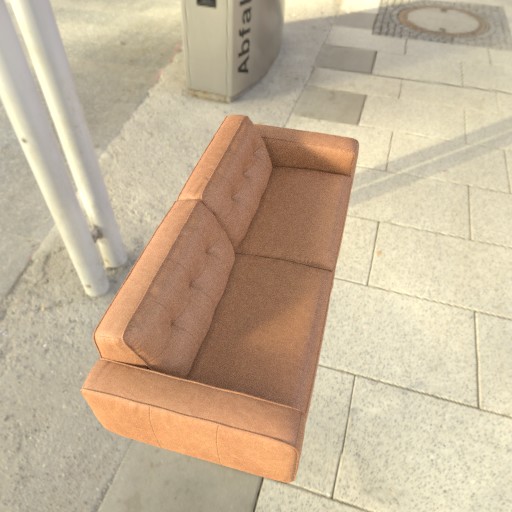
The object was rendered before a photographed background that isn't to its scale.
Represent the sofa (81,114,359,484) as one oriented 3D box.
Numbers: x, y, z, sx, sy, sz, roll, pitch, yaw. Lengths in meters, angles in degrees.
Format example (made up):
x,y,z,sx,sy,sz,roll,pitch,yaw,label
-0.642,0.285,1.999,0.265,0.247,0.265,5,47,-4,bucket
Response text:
x,y,z,sx,sy,sz,roll,pitch,yaw,label
0.000,0.000,2.632,0.953,0.780,2.270,11,48,10,sofa
